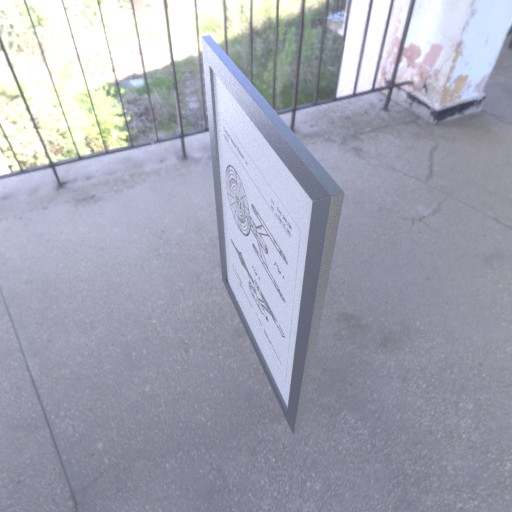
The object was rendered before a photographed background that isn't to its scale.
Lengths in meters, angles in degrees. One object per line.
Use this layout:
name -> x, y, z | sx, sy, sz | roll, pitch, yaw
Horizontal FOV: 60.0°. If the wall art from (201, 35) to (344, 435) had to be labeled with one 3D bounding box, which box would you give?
wall art -> 0.000, 0.000, 0.693 | 0.013, 0.529, 0.376 | -16, 49, -15
